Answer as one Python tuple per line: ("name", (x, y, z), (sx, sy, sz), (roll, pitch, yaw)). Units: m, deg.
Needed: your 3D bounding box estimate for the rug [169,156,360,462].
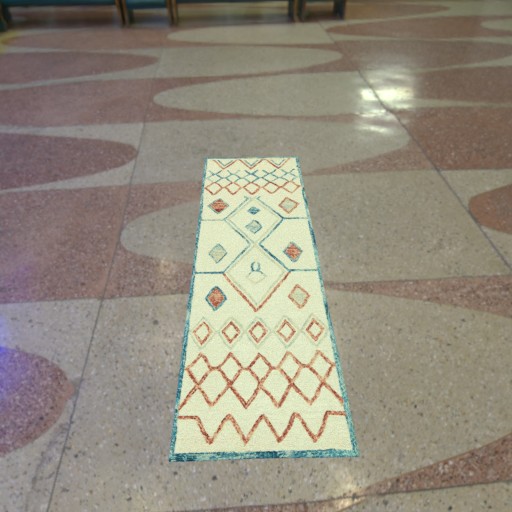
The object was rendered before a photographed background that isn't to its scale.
("rug", (0.000, 0.000, 2.655), (0.750, 0.011, 2.435), (-1, 41, -1))
